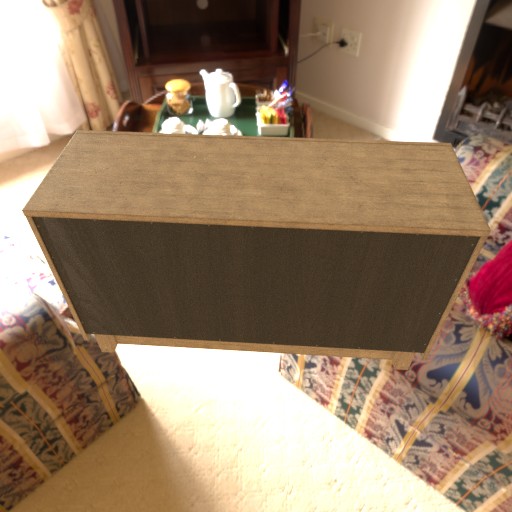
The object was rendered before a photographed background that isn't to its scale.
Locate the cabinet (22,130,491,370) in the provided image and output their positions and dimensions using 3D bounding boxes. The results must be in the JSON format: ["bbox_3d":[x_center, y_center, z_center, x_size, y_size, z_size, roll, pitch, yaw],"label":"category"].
[{"bbox_3d":[0.000,0.000,1.846,1.460,0.825,0.511,3,45,3],"label":"cabinet"}]
